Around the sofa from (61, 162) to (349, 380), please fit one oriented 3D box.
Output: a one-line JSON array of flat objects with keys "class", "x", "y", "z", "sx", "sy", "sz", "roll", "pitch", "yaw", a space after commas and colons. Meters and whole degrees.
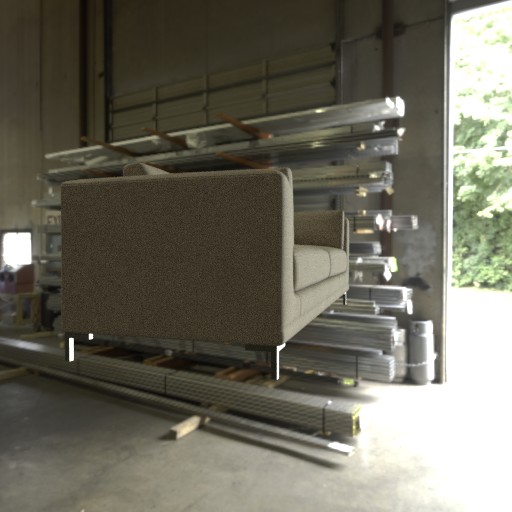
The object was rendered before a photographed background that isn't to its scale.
[{"class": "sofa", "x": 0.000, "y": 0.000, "z": 2.862, "sx": 0.969, "sy": 0.867, "sz": 2.415, "roll": 0, "pitch": 1, "yaw": 17}]
